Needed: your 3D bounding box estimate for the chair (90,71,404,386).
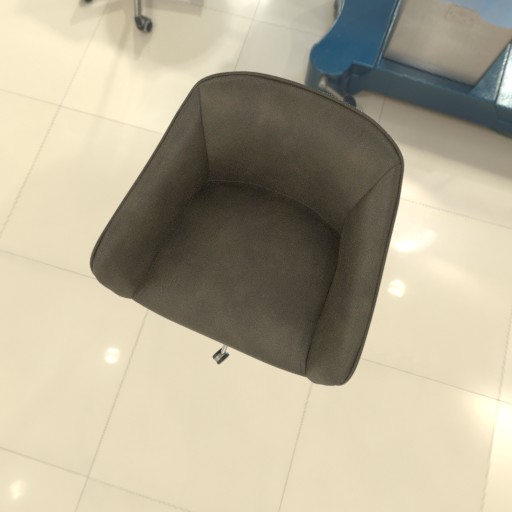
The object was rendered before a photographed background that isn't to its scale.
[{"bbox_3d":[0.000,0.000,1.342,0.713,0.827,0.689,23,77,6],"label":"chair"}]
